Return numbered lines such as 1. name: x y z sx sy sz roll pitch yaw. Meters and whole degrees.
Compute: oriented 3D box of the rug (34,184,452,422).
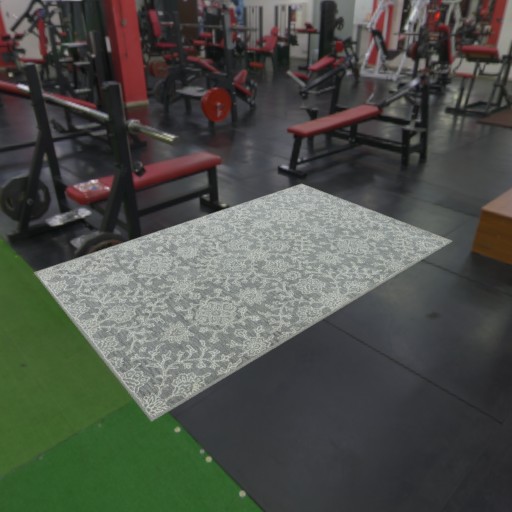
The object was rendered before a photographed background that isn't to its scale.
1. rug: 0.000 0.000 3.009 2.430 0.010 1.515 -23 37 -34
